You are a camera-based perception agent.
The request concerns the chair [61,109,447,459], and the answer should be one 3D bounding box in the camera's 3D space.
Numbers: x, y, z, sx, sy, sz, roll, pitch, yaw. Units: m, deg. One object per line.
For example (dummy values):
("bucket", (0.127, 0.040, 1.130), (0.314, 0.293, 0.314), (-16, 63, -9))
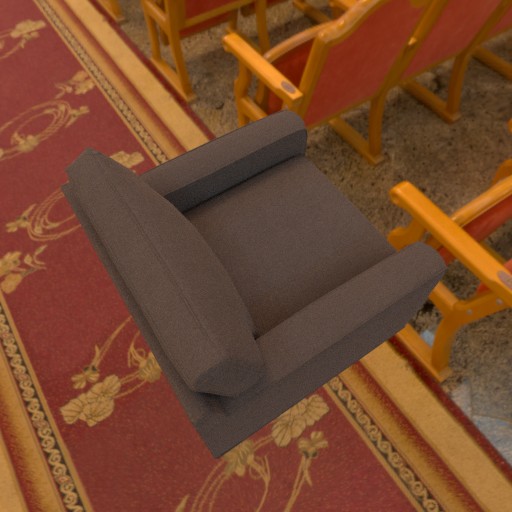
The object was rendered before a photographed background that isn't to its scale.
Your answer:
("chair", (0.000, 0.000, 1.767), (1.043, 0.913, 0.997), (-30, 64, -16))
